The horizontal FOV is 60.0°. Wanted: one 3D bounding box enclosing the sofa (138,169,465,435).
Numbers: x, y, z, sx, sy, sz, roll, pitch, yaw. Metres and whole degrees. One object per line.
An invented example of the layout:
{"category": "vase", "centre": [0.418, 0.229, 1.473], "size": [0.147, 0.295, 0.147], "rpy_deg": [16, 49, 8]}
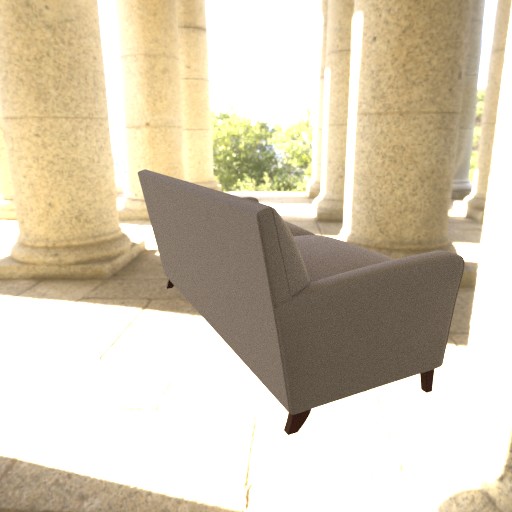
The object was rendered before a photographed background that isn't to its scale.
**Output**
{"category": "sofa", "centre": [0.000, 0.000, 2.427], "size": [0.875, 0.846, 2.000], "rpy_deg": [-7, 16, -24]}
